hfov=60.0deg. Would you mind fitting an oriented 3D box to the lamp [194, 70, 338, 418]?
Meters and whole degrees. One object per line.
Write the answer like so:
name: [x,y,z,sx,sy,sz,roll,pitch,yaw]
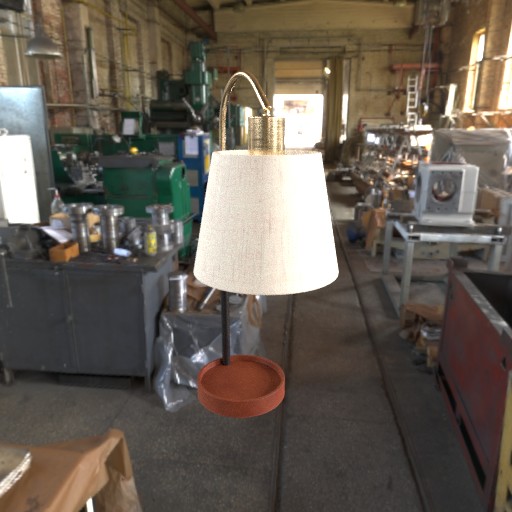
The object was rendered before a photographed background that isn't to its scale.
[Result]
lamp: [0.000,0.000,0.676,0.211,0.536,0.273,-8,18,-26]
